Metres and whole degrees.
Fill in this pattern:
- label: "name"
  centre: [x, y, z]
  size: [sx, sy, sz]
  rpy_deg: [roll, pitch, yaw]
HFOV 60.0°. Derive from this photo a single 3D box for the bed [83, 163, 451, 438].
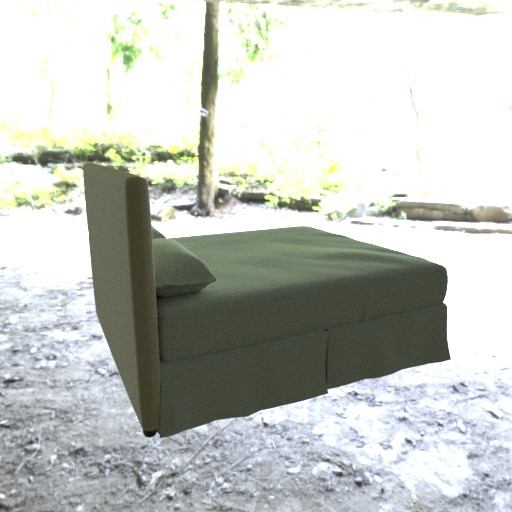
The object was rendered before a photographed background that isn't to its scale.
- label: "bed"
  centre: [0.000, 0.000, 3.261]
  size: [2.142, 1.330, 1.884]
  rpy_deg: [-7, 15, -25]
